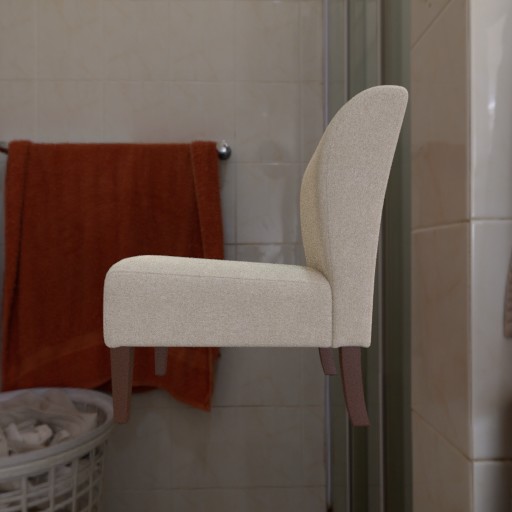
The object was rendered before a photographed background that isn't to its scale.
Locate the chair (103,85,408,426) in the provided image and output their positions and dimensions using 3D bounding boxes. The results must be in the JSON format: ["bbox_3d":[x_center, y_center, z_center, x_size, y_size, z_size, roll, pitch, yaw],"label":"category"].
[{"bbox_3d":[0.000,0.000,1.319,0.754,0.833,0.521,0,0,1],"label":"chair"}]
